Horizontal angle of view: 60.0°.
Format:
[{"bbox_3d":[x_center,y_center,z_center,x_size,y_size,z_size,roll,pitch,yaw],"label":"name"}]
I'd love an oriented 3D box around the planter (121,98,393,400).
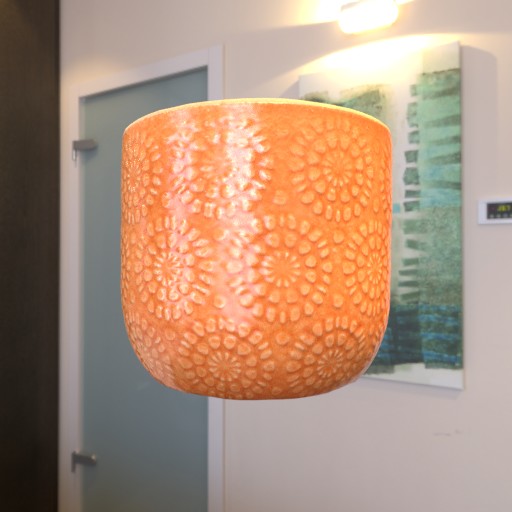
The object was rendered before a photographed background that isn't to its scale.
[{"bbox_3d":[0.000,0.000,0.284,0.170,0.152,0.170,0,0,0],"label":"planter"}]
